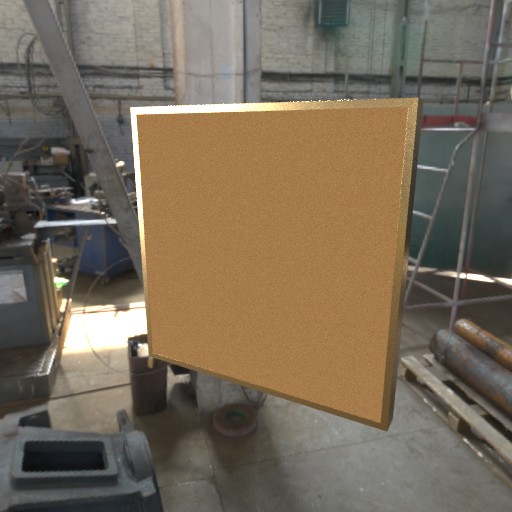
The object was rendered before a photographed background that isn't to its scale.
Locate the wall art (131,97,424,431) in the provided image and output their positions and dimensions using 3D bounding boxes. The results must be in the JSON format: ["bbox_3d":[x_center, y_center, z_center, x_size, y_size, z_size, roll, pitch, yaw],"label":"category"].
[{"bbox_3d":[0.000,0.000,0.783,0.509,0.509,0.040,9,18,28],"label":"wall art"}]
